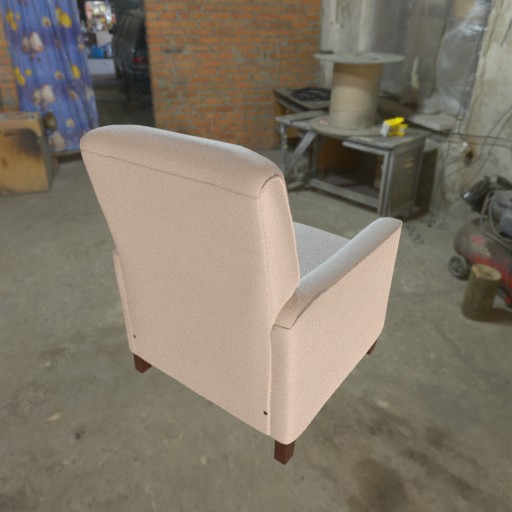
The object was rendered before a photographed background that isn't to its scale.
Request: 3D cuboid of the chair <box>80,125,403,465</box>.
[{"bbox_3d":[0.000,0.000,1.642,0.841,1.028,0.858,20,35,31],"label":"chair"}]
